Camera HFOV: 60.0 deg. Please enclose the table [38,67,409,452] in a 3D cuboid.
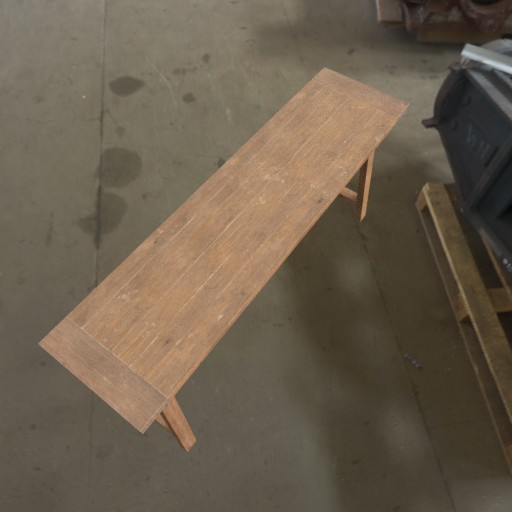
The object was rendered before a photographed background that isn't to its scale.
[{"bbox_3d":[0.000,0.000,2.115,0.465,0.810,1.800,32,64,18],"label":"table"}]
